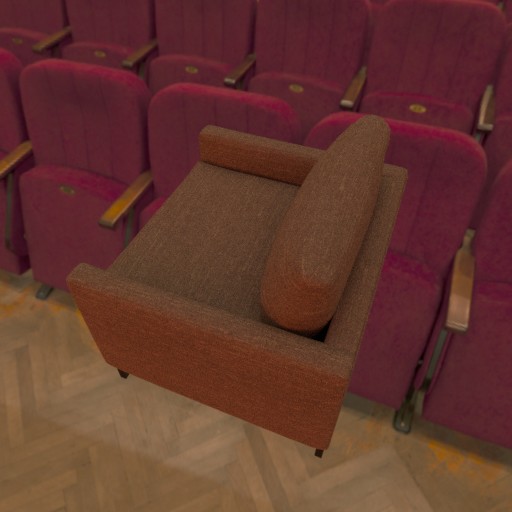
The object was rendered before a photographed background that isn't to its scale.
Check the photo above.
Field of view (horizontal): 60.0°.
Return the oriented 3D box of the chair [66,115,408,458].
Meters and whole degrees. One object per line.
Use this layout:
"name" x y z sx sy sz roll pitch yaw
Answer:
"chair" 0.000 0.000 1.570 0.845 0.841 0.940 16 49 15
